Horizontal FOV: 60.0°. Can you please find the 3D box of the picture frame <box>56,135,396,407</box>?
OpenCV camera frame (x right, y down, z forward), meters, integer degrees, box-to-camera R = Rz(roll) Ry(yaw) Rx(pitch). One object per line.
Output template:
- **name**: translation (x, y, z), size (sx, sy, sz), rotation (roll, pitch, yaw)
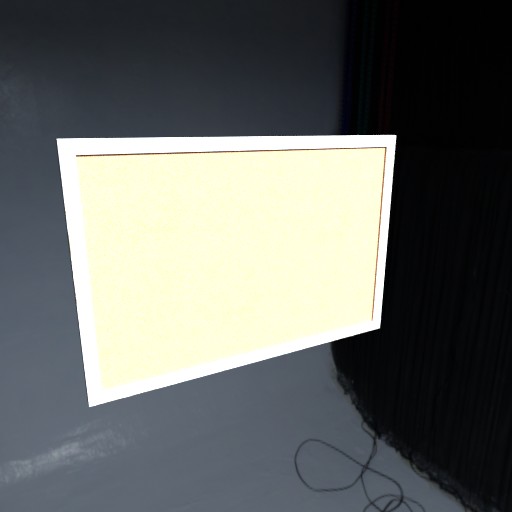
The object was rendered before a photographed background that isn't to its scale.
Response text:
- **picture frame**: translation (0.000, 0.000, 1.234), size (0.950, 0.640, 0.029), rotation (-9, 18, -27)
